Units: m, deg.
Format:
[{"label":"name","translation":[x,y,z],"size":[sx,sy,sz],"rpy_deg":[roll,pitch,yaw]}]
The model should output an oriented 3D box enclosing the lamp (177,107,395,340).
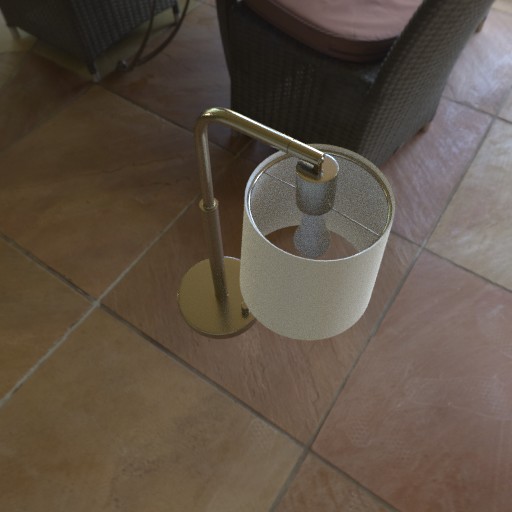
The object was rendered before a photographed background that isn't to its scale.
[{"label":"lamp","translation":[0.000,0.000,0.624],"size":[0.333,0.489,0.171],"rpy_deg":[33,64,18]}]
